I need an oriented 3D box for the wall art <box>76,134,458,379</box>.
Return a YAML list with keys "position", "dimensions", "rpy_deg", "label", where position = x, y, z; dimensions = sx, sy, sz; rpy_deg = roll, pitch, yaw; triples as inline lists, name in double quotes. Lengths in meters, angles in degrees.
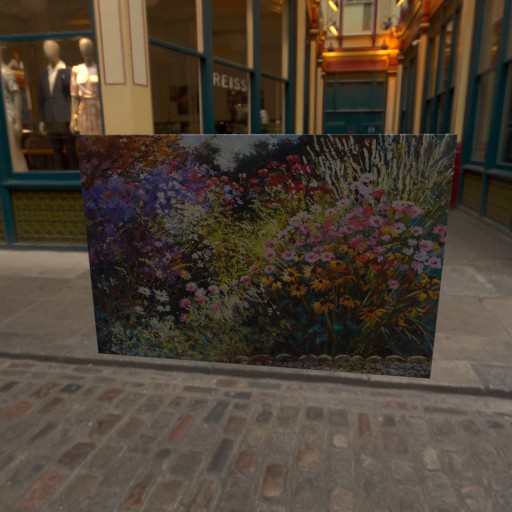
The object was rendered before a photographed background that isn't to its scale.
- position: [0.000, 0.000, 1.142]
  dimensions: [0.908, 0.604, 0.037]
  rpy_deg: [2, 15, 8]
  label: "wall art"
